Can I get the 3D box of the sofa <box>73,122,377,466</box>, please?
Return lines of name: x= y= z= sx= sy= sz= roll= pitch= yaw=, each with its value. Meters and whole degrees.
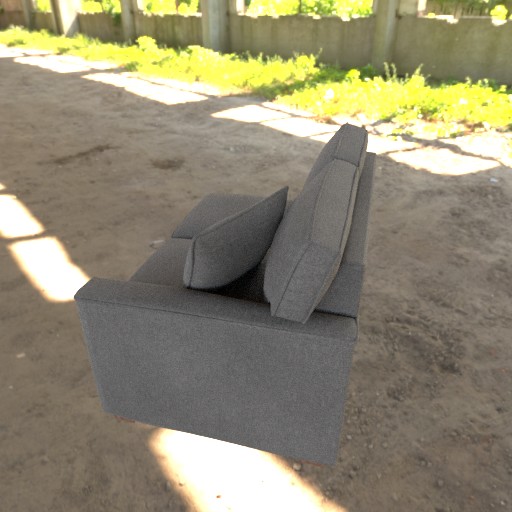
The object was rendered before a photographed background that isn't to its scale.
sofa: x=0.000 y=0.000 z=2.072 sx=0.991 sy=0.989 sz=1.388 roll=8 pitch=31 yaw=13
